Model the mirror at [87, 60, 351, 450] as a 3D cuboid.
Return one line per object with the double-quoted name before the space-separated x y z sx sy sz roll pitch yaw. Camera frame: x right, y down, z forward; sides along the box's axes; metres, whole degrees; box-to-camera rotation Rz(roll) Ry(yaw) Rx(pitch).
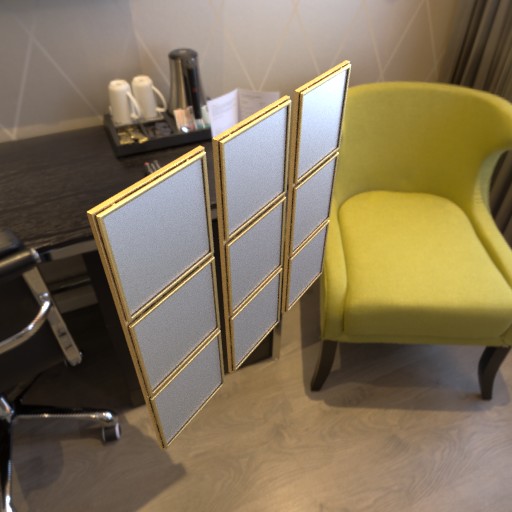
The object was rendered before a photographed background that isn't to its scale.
"mirror" 0.000 0.000 1.407 0.023 0.926 1.011 26 48 26
